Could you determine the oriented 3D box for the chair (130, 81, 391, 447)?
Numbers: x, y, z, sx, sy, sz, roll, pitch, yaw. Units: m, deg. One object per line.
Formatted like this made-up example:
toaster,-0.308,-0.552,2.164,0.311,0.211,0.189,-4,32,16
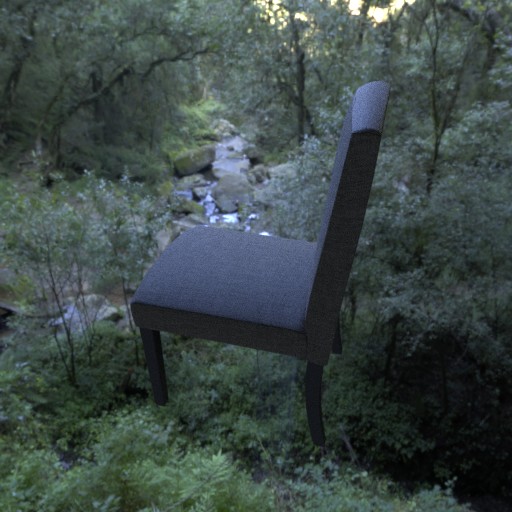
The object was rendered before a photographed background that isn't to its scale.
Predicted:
chair,0.000,0.000,1.222,0.580,0.917,0.451,9,32,14
